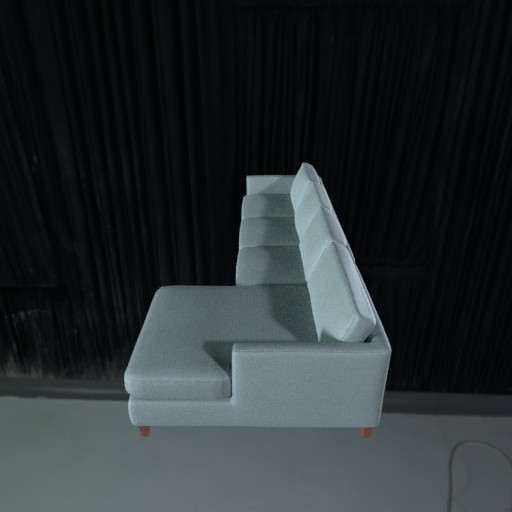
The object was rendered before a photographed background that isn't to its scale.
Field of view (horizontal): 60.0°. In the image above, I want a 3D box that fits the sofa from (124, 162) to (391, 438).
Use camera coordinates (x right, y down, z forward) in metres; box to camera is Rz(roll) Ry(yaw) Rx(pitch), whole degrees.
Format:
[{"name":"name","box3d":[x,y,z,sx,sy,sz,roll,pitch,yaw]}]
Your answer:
[{"name":"sofa","box3d":[0.000,0.000,4.161,1.604,0.950,3.471,0,27,0]}]
